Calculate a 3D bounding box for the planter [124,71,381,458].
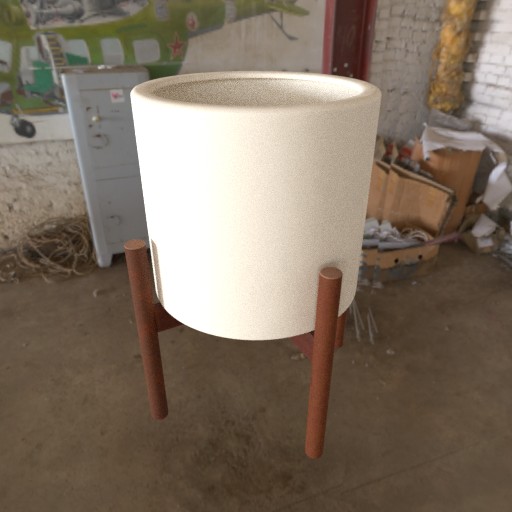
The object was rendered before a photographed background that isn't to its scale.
[{"bbox_3d":[0.000,0.000,0.492,0.224,0.358,0.224,8,30,14],"label":"planter"}]
